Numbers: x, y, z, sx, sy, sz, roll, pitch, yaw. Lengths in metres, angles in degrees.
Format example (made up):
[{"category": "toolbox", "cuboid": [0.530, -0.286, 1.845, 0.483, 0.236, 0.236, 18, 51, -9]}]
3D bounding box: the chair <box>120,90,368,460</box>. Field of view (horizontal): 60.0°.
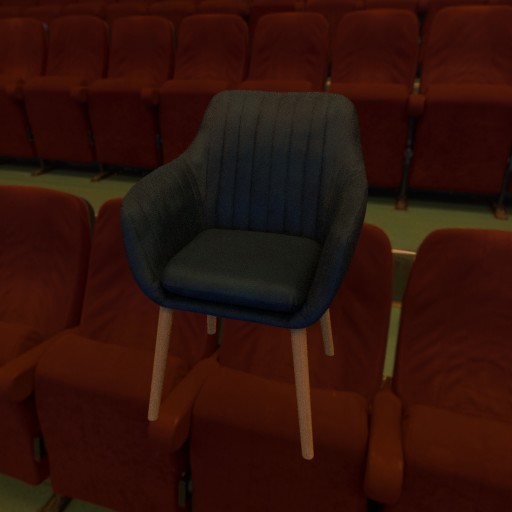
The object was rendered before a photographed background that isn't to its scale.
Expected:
[{"category": "chair", "cuboid": [0.000, 0.000, 1.249, 0.578, 0.826, 0.573, 7, 27, 15]}]
